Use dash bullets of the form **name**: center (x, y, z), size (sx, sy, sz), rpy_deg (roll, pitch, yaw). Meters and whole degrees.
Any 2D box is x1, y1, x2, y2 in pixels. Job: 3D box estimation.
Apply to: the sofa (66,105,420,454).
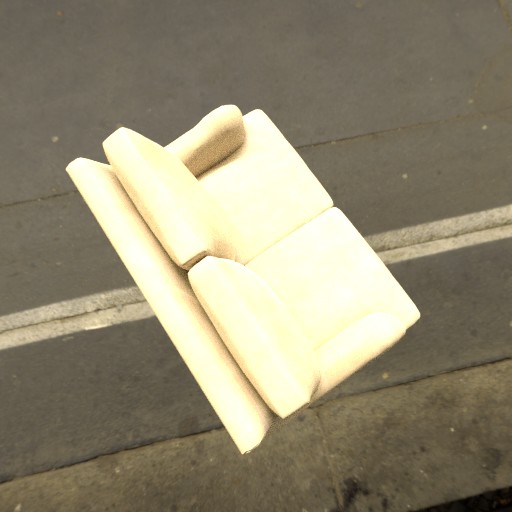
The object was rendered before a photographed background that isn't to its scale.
- **sofa**: center (0.000, 0.000, 2.308), size (1.086, 1.087, 1.498), rpy_deg (-33, 77, -9)
